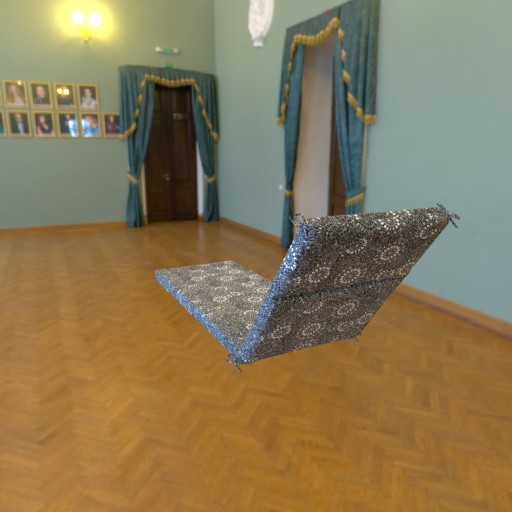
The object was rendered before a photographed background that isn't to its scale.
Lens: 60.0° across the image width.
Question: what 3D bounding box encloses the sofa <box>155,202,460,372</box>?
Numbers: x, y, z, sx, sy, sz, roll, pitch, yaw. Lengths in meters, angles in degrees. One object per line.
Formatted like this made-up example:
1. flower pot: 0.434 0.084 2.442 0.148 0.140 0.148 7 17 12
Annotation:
1. sofa: 0.000 0.000 1.993 0.582 0.622 1.663 -7 16 -26
